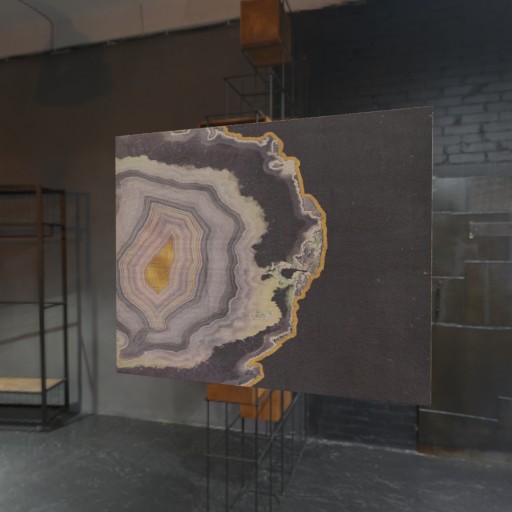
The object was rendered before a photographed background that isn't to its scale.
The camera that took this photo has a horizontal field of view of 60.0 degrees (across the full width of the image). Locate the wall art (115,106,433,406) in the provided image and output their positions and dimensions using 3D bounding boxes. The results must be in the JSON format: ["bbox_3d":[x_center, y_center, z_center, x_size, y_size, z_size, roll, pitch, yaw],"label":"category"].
[{"bbox_3d":[0.000,0.000,0.688,0.508,0.408,0.010,0,1,19],"label":"wall art"}]
